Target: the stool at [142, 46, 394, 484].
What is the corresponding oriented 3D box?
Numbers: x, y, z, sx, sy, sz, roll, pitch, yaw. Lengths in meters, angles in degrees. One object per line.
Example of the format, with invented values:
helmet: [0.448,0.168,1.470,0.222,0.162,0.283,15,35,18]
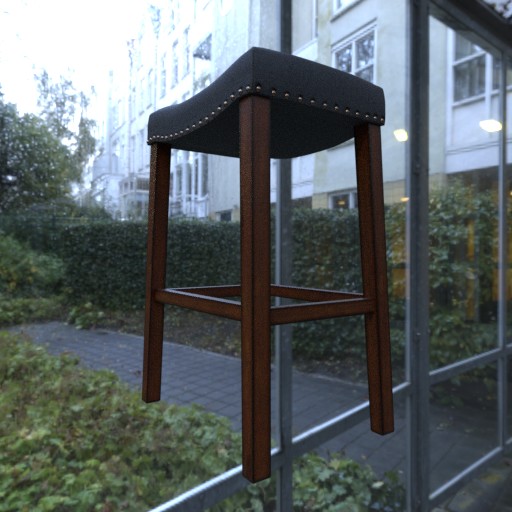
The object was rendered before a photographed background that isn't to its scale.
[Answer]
stool: [0.000,0.000,1.036,0.366,0.748,0.502,-1,1,-35]
